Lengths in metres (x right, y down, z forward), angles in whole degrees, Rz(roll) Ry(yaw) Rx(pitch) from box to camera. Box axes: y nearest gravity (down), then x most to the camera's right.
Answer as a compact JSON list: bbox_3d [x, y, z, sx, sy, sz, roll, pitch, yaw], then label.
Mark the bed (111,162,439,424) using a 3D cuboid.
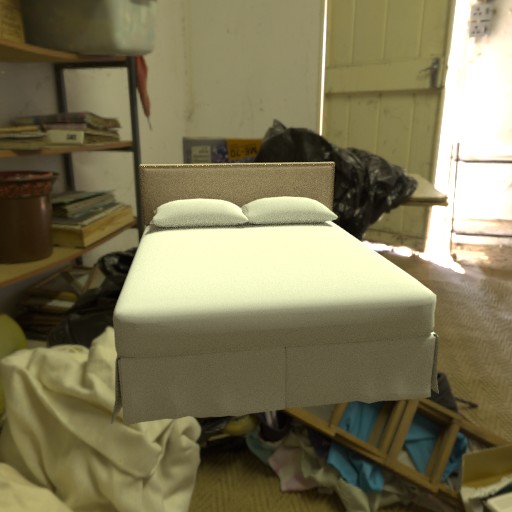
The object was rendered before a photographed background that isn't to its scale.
[{"bbox_3d":[0.000,0.000,2.855,1.616,1.016,1.876,-3,17,-8],"label":"bed"}]
